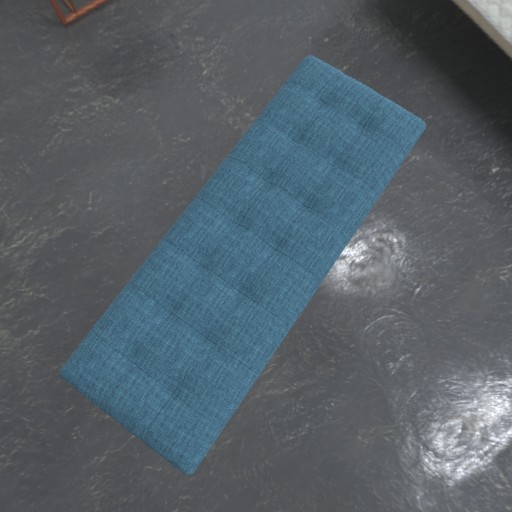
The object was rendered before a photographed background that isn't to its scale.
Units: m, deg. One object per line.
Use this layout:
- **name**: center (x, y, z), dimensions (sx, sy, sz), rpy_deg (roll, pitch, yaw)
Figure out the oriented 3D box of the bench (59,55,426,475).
- **bench**: center (0.000, 0.000, 1.327), dimensions (0.406, 0.432, 1.118), rpy_deg (34, 78, 8)
